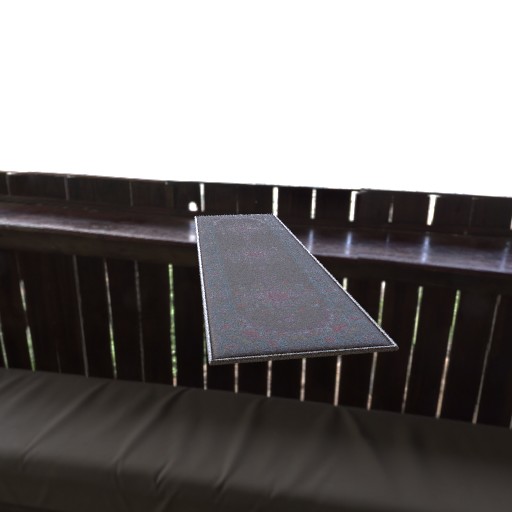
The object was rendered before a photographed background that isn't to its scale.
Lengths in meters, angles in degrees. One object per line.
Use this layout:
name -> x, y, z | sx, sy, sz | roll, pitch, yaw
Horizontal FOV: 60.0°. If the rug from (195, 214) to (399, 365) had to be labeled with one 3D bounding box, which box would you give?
rug -> 0.000, 0.000, 2.568 | 0.659, 0.019, 2.297 | -3, 17, -8
